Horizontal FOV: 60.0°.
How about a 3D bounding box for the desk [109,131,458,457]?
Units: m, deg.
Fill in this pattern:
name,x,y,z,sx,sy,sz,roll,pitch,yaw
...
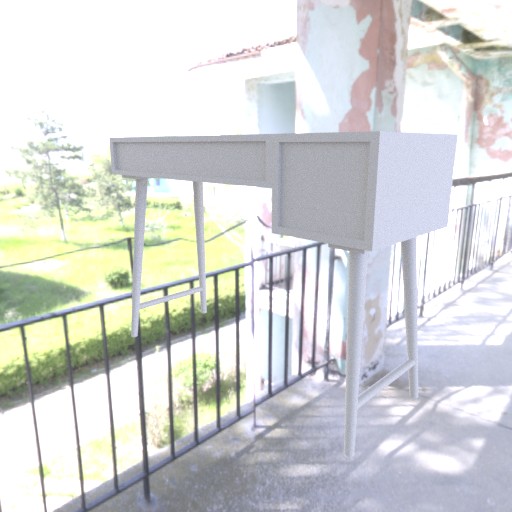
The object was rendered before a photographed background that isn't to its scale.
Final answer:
name,x,y,z,sx,sy,sz,roll,pitch,yaw
desk,0.000,0.000,1.459,1.069,0.761,0.409,13,19,42
